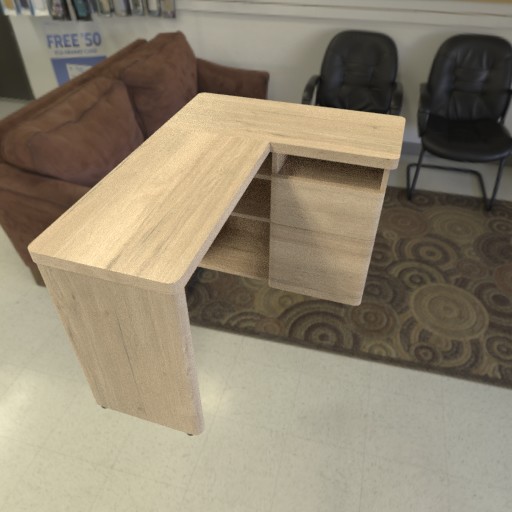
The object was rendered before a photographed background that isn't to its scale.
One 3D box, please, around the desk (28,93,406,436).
[{"bbox_3d":[0.000,0.000,1.719,0.900,0.760,1.169,12,42,13],"label":"desk"}]
